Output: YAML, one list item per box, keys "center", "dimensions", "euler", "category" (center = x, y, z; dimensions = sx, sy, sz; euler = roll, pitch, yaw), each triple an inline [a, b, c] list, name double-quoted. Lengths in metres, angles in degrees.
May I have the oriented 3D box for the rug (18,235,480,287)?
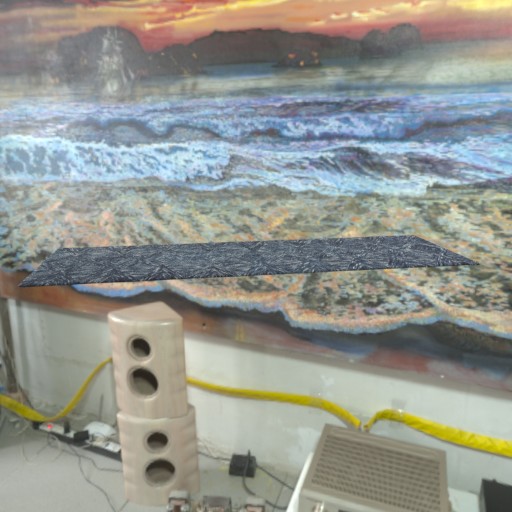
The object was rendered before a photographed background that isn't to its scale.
- center: [0.000, 0.000, 2.509]
  dimensions: [2.306, 0.013, 0.719]
  euler: [-2, 15, -9]
  category: "rug"
